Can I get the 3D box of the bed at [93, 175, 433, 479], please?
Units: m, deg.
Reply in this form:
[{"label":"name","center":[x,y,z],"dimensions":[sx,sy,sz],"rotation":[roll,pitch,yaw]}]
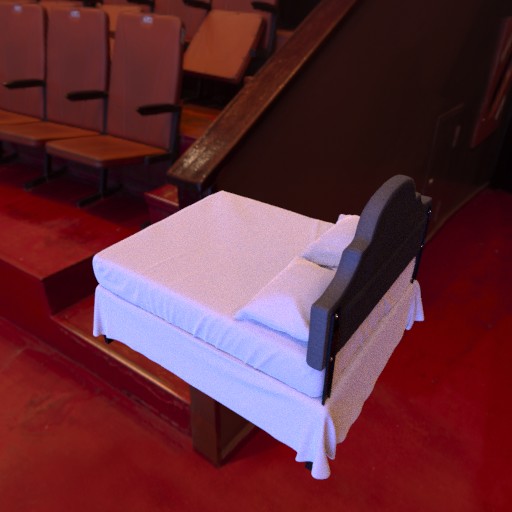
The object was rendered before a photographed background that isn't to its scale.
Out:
[{"label":"bed","center":[0.000,0.000,3.315],"dimensions":[2.222,1.634,1.780],"rotation":[21,37,30]}]
